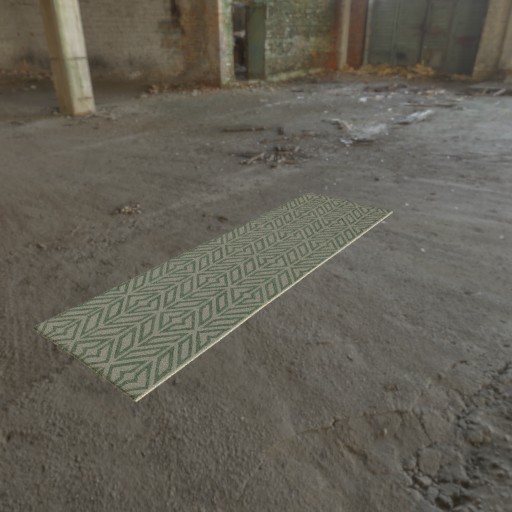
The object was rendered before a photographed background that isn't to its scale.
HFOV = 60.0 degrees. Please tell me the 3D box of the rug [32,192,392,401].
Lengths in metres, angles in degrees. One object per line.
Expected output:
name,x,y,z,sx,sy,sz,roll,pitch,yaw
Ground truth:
rug,0.000,0.000,2.709,0.750,0.009,2.435,19,33,33
